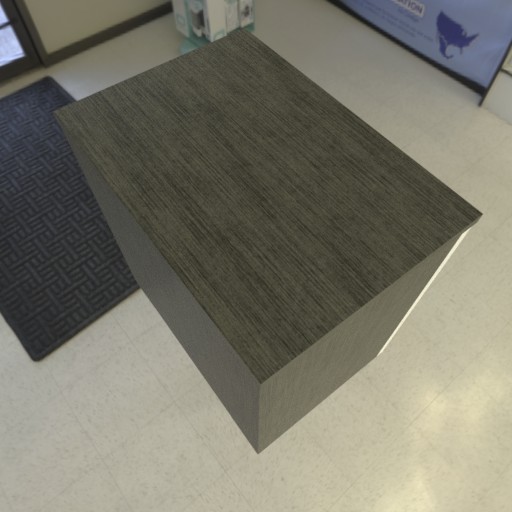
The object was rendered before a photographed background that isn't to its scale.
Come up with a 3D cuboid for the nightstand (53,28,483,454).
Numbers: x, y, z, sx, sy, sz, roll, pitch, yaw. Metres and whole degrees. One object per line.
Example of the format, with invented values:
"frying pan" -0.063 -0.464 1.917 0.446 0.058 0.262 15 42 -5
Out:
"nightstand" 0.000 0.000 0.728 0.325 0.460 0.441 -33 64 -18
